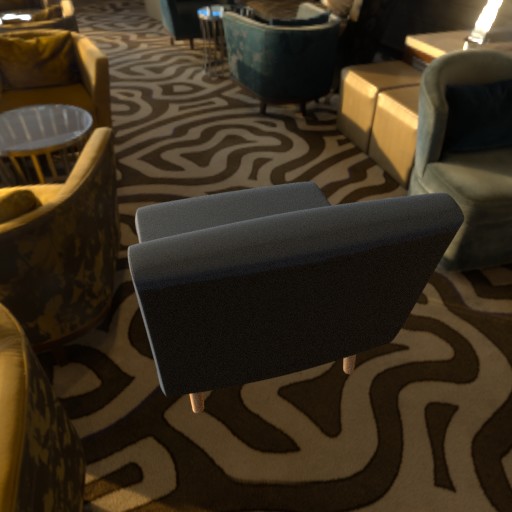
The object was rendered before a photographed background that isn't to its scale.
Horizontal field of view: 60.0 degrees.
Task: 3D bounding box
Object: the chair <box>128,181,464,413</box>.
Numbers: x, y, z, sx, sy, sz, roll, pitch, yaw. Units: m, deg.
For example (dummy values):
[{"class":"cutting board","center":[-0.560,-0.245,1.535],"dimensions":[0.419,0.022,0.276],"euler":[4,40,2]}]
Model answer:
[{"class":"chair","center":[0.000,0.000,1.503],"dimensions":[0.770,0.808,0.900],"euler":[-11,41,-12]}]
